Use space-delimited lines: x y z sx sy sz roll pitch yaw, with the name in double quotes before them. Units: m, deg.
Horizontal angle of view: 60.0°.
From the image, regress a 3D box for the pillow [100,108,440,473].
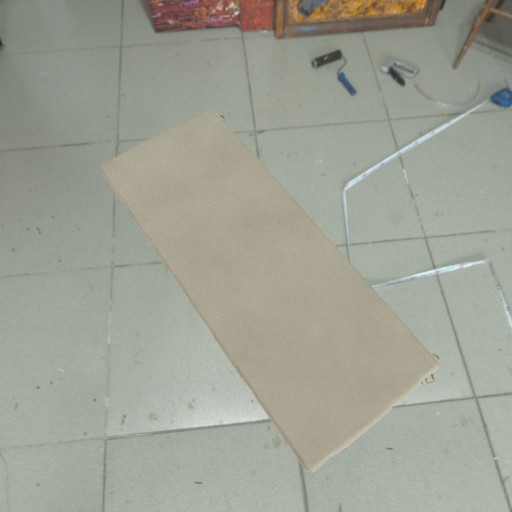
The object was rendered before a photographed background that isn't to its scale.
"pillow" 0.000 0.000 1.367 0.492 0.081 1.187 -33 68 -15
